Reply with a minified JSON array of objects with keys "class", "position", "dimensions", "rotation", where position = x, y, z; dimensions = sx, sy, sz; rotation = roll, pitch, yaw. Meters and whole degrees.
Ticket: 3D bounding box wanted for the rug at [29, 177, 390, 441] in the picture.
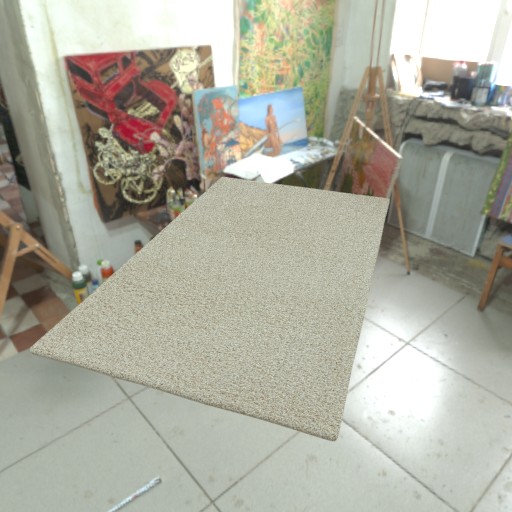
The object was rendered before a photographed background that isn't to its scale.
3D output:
[{"class":"rug","position":[0.000,0.000,2.941],"dimensions":[1.524,0.030,2.438],"rotation":[10,33,16]}]
